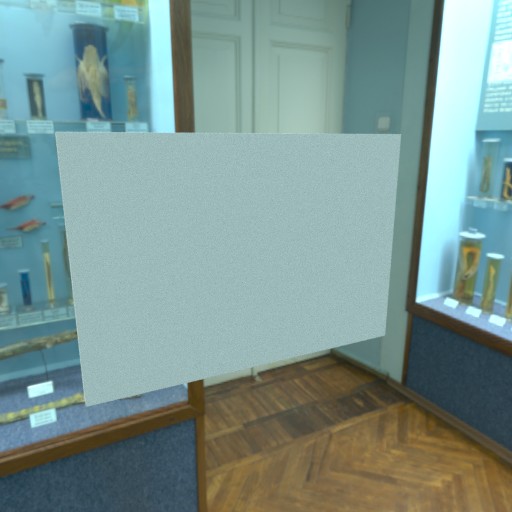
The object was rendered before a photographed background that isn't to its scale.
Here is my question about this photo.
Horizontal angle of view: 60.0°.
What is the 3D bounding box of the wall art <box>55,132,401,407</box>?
[{"bbox_3d":[0.000,0.000,1.691,1.308,0.902,0.051,-7,16,-25],"label":"wall art"}]
